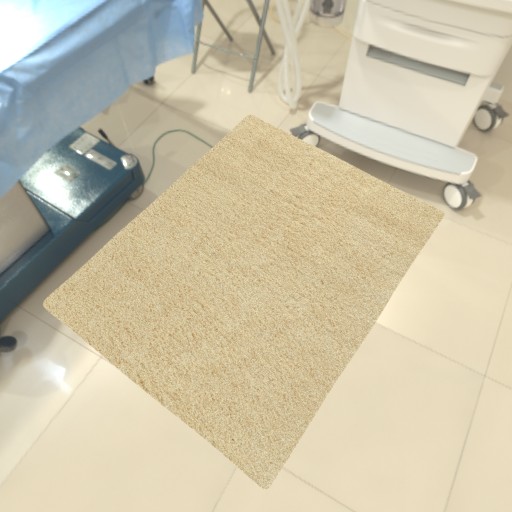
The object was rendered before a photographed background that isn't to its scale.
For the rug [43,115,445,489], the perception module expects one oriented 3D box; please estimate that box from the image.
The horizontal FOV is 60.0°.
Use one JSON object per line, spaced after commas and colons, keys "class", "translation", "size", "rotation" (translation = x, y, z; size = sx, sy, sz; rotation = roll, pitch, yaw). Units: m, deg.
{"class": "rug", "translation": [0.000, 0.000, 4.073], "size": [2.401, 0.025, 3.001], "rotation": [32, 63, 18]}
